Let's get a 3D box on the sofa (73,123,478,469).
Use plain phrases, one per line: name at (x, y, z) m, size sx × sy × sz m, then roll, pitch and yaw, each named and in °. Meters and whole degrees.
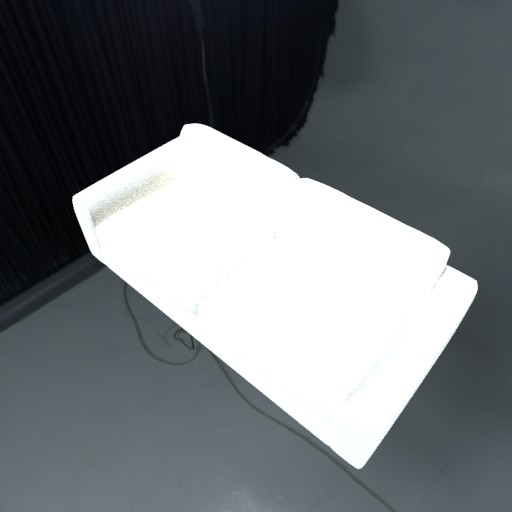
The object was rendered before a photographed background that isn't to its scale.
sofa at (0.000, 0.000, 2.681) m, size 2.262 × 0.801 × 1.070 m, roll 33°, pitch 55°, yaw 27°
